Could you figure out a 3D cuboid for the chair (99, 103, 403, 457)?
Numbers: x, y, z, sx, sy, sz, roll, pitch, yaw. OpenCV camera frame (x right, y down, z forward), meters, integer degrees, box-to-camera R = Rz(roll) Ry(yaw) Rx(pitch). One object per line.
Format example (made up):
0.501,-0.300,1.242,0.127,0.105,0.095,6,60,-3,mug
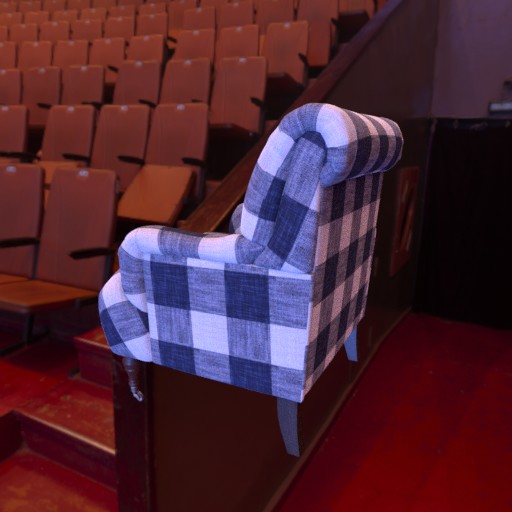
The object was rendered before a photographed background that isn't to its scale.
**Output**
0.000,0.000,1.570,0.848,0.953,0.781,7,16,26,chair
